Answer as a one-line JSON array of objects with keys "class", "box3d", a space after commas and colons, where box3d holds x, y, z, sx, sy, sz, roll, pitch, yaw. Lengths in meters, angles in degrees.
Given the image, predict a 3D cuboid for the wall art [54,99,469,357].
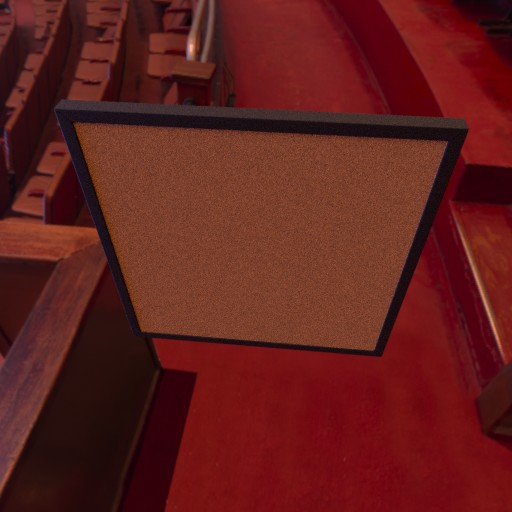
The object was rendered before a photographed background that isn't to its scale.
[{"class": "wall art", "box3d": [0.000, 0.000, 1.096, 0.763, 0.763, 0.037, 4, 46, 4]}]
